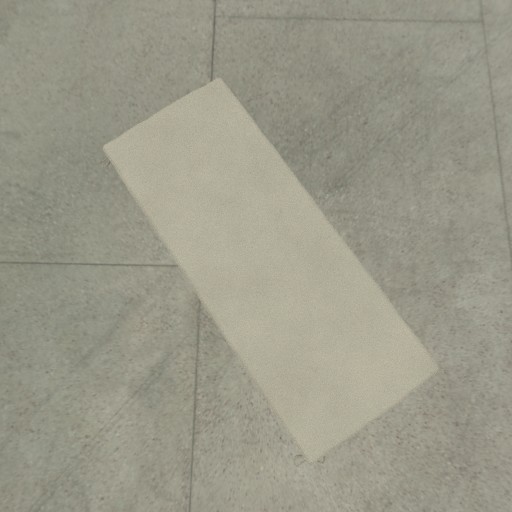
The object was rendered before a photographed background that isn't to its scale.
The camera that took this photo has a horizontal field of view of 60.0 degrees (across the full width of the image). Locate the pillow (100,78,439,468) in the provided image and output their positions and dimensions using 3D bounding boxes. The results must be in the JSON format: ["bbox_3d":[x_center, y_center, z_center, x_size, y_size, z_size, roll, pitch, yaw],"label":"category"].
[{"bbox_3d":[0.000,0.000,1.352,0.492,0.081,1.187,-33,79,-8],"label":"pillow"}]
